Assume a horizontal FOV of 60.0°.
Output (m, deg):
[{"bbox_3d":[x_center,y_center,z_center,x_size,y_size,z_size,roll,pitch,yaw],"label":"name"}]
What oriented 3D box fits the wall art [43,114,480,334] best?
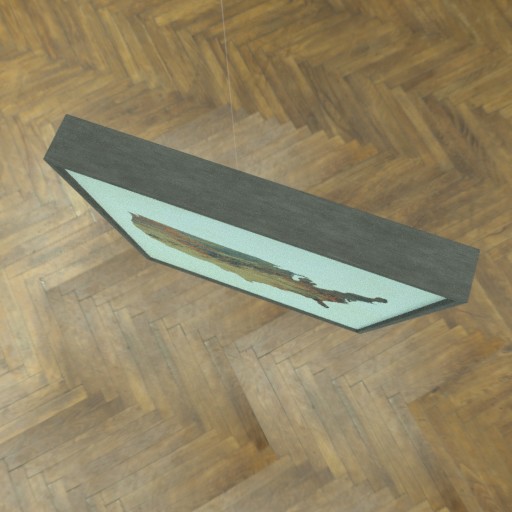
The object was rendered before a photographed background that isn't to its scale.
[{"bbox_3d":[0.000,0.000,0.448,0.303,0.302,0.038,19,77,5],"label":"wall art"}]
